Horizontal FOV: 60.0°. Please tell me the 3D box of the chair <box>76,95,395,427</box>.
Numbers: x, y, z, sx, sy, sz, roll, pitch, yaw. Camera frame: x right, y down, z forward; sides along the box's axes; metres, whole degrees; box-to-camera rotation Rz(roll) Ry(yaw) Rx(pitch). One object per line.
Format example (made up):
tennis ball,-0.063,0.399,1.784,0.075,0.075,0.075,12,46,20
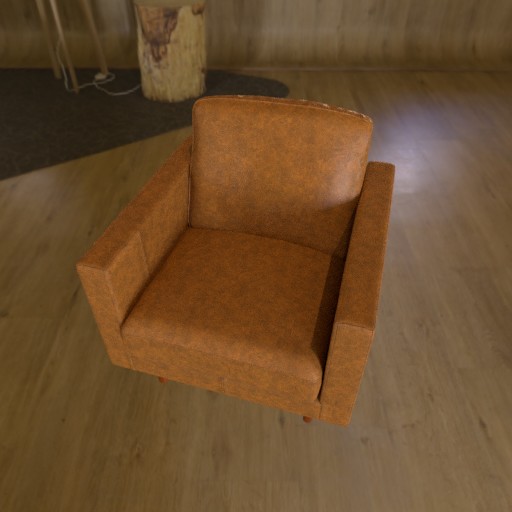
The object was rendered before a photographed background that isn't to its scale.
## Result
chair,0.000,0.000,1.663,0.890,0.956,0.909,11,43,12
